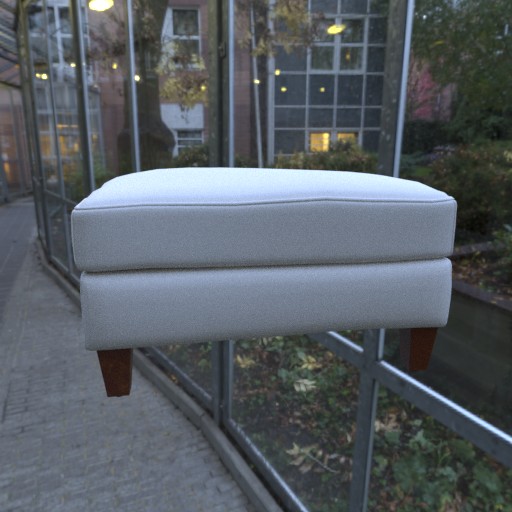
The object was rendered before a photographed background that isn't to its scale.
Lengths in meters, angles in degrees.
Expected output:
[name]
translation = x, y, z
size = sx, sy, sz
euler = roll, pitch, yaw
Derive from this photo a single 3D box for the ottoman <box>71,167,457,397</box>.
[ottoman]
translation = 0.000, 0.000, 1.219
size = 0.818, 0.479, 0.634
euler = -2, 14, -9
